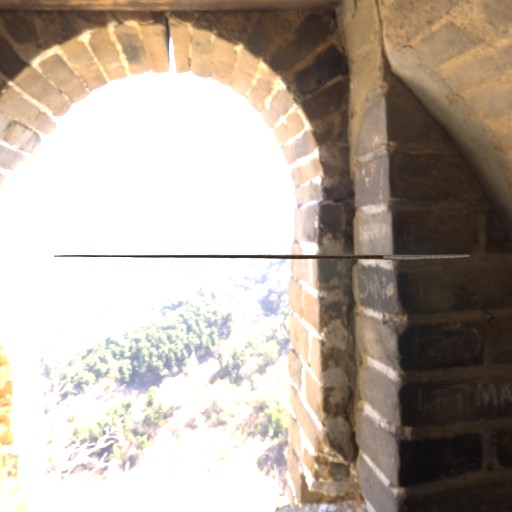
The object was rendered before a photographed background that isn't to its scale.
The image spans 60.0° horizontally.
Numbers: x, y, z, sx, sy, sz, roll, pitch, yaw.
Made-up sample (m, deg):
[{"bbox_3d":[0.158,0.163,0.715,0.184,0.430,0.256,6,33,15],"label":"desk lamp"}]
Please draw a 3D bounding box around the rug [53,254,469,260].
[{"bbox_3d":[0.000,0.000,2.325,1.822,0.018,1.211,0,0,37],"label":"rug"}]
